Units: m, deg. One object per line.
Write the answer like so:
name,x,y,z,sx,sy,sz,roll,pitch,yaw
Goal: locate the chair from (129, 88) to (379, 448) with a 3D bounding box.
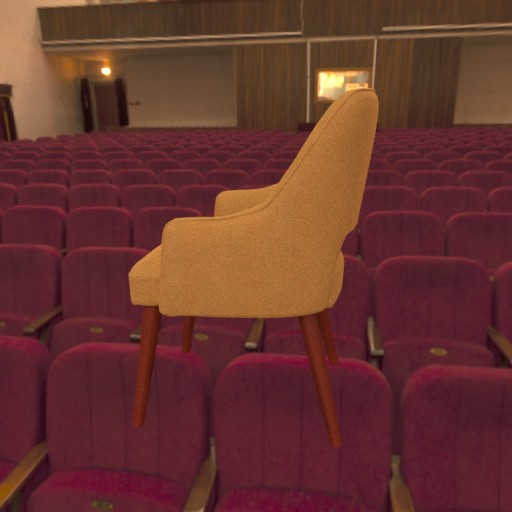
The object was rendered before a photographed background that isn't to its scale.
chair,0.000,0.000,1.230,0.605,0.849,0.548,2,16,9
